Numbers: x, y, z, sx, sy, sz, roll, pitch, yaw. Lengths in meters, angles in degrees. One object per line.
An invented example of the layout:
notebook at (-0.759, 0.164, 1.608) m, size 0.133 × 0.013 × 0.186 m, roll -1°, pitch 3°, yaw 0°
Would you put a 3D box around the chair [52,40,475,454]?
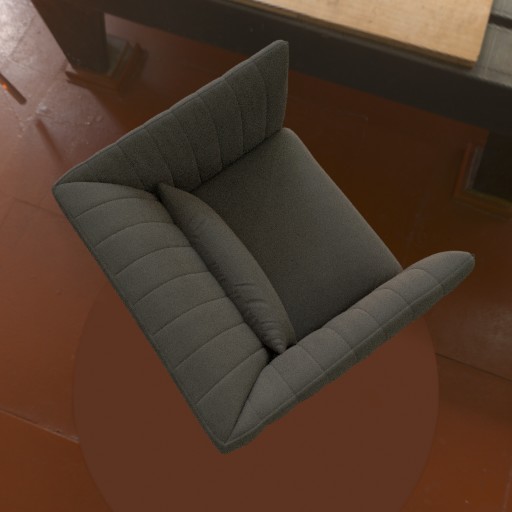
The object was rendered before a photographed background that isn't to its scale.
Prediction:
chair at (0.000, 0.000, 1.605) m, size 0.873 × 0.779 × 0.981 m, roll -35°, pitch 78°, yaw -9°
